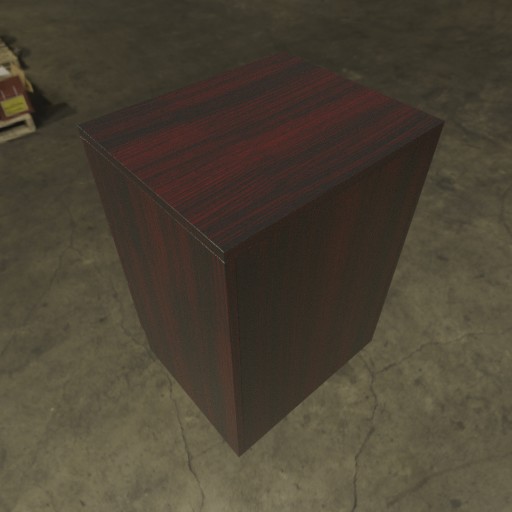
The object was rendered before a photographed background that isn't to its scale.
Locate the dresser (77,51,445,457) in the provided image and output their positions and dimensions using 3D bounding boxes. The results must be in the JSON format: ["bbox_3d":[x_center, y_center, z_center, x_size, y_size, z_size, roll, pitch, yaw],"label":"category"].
[{"bbox_3d":[0.000,0.000,0.834,0.400,0.560,0.360,-32,54,-27],"label":"dresser"}]
